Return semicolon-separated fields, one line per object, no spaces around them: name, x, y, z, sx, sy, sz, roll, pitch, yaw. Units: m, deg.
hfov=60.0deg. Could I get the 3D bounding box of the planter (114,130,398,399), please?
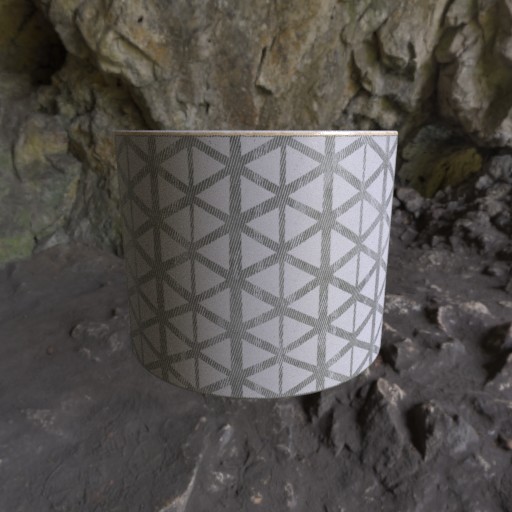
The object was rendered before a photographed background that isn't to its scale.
planter;0.000;0.000;0.334;0.190;0.181;0.190;0;16;0
